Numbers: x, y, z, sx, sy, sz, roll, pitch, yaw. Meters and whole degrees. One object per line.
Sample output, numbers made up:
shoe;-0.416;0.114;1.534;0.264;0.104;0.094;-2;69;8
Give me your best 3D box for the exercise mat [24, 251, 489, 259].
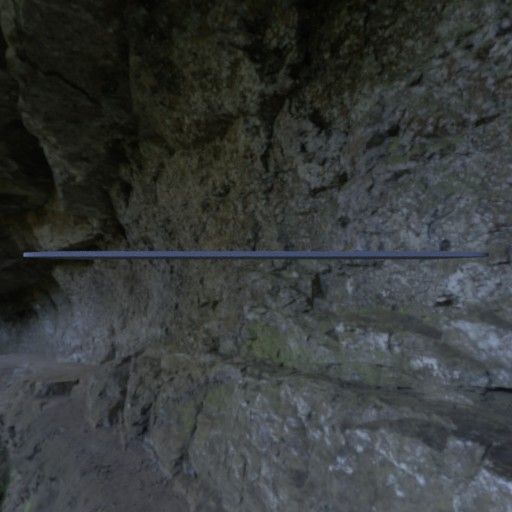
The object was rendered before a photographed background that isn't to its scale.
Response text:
exercise mat;0.000;0.000;2.058;1.884;0.021;0.616;0;-2;0
